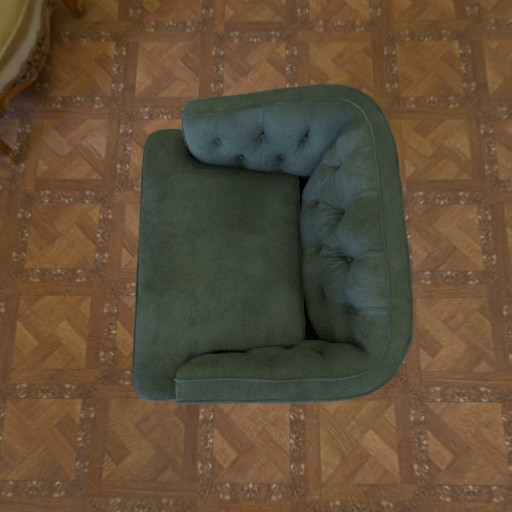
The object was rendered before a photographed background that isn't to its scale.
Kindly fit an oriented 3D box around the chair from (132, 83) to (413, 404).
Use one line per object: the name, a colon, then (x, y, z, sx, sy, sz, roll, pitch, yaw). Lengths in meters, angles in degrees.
chair: (0.000, 0.000, 1.770, 0.941, 0.852, 1.104, -1, 76, 0)
